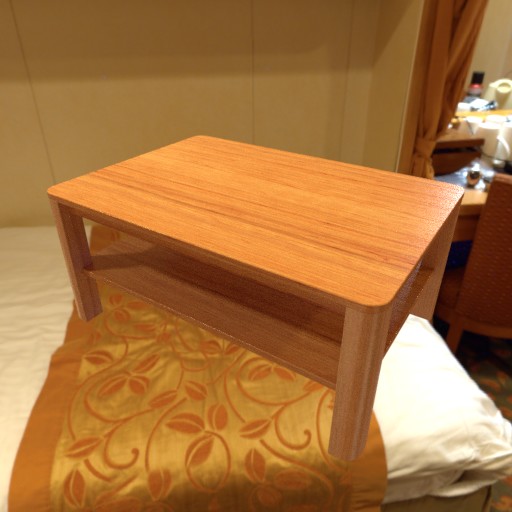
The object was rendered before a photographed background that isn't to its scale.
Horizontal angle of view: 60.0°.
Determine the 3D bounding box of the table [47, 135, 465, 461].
[{"bbox_3d":[0.000,0.000,1.372,0.997,0.445,0.696,19,35,29],"label":"table"}]
